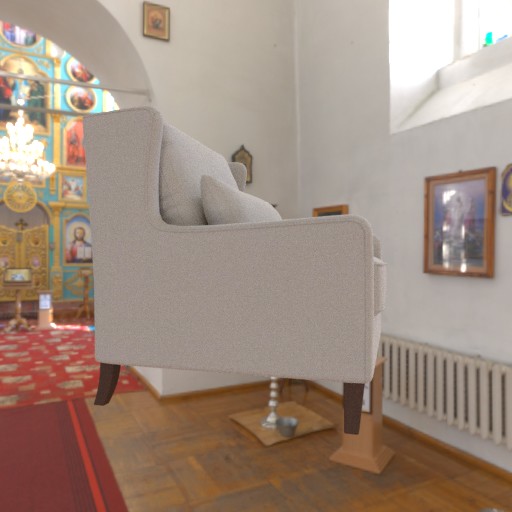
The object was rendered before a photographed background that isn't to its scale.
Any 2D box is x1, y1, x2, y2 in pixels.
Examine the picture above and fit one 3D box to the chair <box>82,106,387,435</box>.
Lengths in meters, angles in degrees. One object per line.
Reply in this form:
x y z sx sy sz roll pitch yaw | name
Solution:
0.000 0.000 1.847 1.040 1.056 0.982 0 -1 17 | chair
